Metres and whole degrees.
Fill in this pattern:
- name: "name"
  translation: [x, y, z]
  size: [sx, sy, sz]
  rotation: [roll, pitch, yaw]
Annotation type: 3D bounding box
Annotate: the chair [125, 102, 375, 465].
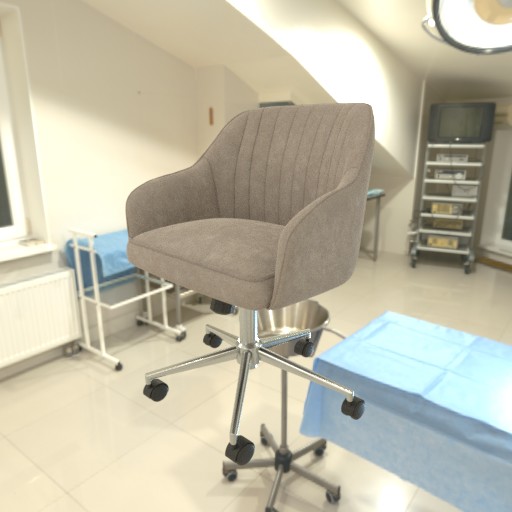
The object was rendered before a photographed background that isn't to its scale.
- name: "chair"
  translation: [0.000, 0.000, 1.249]
  size: [0.635, 0.831, 0.573]
  rotation: [15, 22, 43]
